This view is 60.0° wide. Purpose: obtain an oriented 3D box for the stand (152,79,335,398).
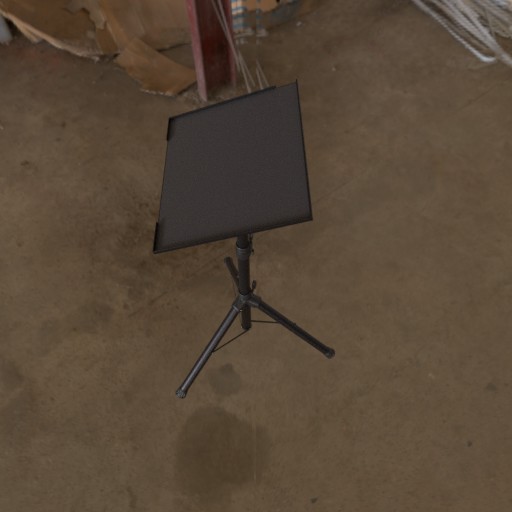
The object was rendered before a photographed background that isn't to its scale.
[{"bbox_3d":[0.000,0.000,1.585,0.702,1.198,0.702,-1,58,-1],"label":"stand"}]
